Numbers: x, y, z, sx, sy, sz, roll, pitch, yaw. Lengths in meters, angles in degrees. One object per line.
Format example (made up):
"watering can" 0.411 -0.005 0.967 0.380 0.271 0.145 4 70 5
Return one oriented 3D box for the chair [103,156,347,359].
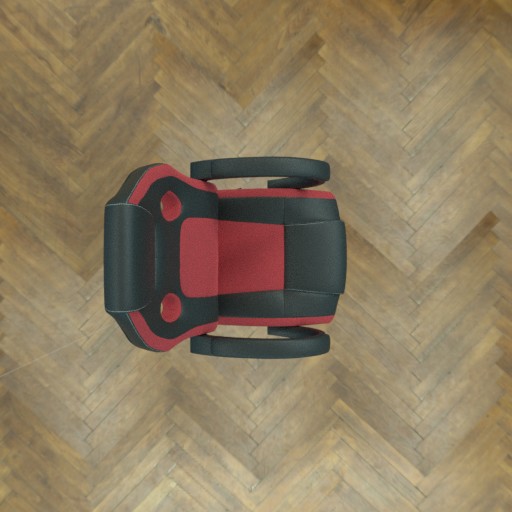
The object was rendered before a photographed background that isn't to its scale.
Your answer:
"chair" 0.000 0.000 1.612 0.724 1.187 0.673 0 90 0
